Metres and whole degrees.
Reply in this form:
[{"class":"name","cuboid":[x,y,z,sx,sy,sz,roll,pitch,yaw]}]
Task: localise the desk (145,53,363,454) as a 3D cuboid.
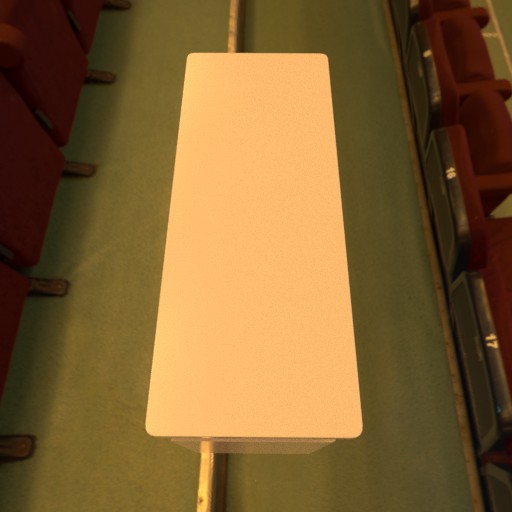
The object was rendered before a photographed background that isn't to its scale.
[{"class":"desk","cuboid":[0.000,0.000,1.763,0.550,0.762,1.400,0,63,0]}]
